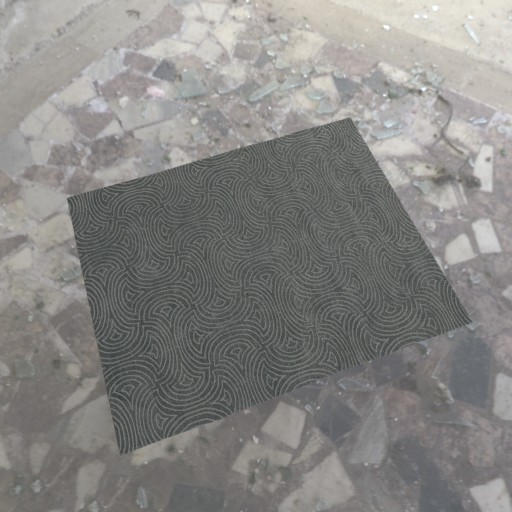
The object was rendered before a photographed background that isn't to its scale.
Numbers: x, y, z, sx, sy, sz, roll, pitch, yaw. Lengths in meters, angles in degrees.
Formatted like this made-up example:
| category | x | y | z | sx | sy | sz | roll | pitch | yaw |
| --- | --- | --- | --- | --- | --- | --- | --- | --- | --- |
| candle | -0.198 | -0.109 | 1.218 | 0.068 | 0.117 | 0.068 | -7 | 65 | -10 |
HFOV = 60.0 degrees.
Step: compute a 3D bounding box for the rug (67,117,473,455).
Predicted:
| category | x | y | z | sx | sy | sz | roll | pitch | yaw |
| --- | --- | --- | --- | --- | --- | --- | --- | --- | --- |
| rug | 0.000 | 0.000 | 4.048 | 3.042 | 0.021 | 2.456 | -18 | 65 | -9 |
